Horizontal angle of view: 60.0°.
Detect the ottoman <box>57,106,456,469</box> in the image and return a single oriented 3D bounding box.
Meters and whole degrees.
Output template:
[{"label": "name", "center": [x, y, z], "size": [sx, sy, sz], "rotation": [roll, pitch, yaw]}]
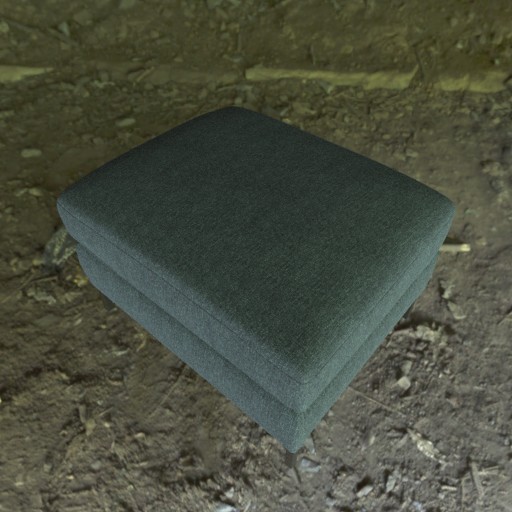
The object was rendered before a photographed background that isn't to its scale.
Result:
[{"label": "ottoman", "center": [0.000, 0.000, 1.297], "size": [0.831, 0.533, 0.695], "rotation": [32, 53, 27]}]
